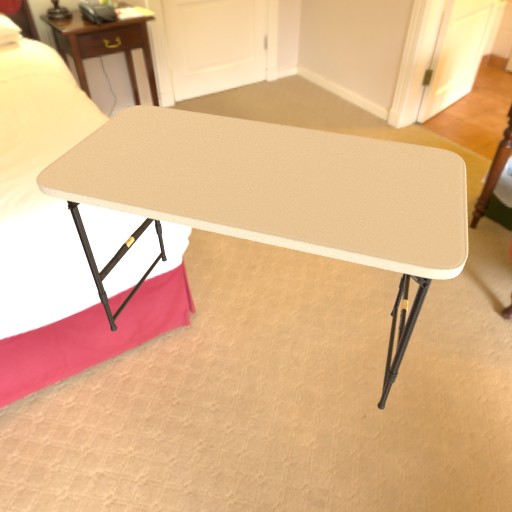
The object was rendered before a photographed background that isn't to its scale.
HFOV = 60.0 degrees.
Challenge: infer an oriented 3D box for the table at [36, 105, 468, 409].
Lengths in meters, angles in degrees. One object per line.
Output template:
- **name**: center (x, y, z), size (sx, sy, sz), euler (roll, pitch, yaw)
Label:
- **table**: center (0.000, 0.000, 1.602), size (1.219, 0.737, 0.610), euler (13, 43, 14)
